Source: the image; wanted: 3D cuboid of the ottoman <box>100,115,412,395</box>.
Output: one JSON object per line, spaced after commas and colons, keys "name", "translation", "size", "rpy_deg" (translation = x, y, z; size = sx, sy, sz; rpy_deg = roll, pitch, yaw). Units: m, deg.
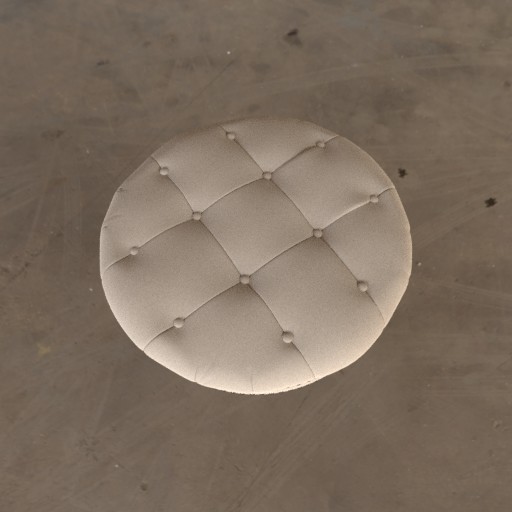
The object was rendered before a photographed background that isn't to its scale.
{"name": "ottoman", "translation": [0.000, 0.000, 1.415], "size": [0.901, 0.439, 0.901], "rpy_deg": [0, 63, 0]}
